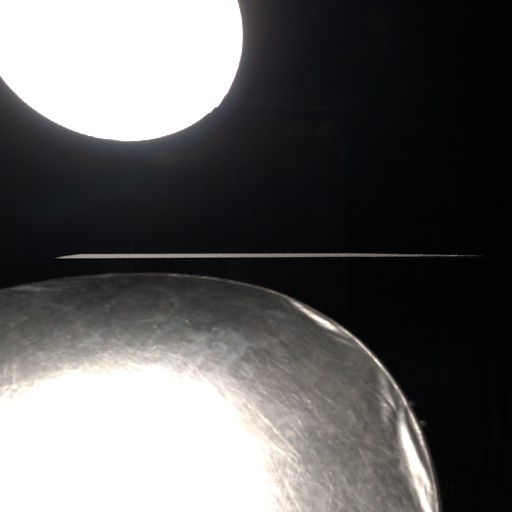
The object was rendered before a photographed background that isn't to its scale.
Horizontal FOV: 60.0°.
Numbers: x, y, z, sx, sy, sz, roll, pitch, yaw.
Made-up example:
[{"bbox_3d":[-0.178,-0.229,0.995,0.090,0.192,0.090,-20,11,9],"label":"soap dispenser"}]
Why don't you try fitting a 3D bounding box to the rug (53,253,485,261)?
[{"bbox_3d":[0.000,0.000,2.917,2.294,0.014,1.528,0,1,-18],"label":"rug"}]
